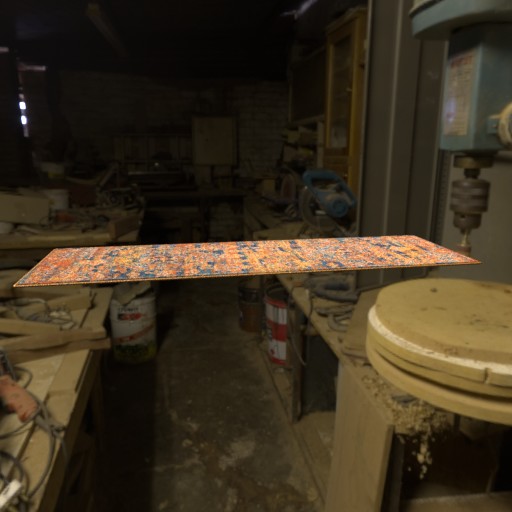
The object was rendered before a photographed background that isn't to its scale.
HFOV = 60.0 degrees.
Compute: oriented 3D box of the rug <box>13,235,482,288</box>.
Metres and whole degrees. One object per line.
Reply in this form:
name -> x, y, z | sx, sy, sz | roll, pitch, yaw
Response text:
rug -> 0.000, 0.000, 1.959 | 1.820, 0.013, 0.556 | -2, 15, -10
